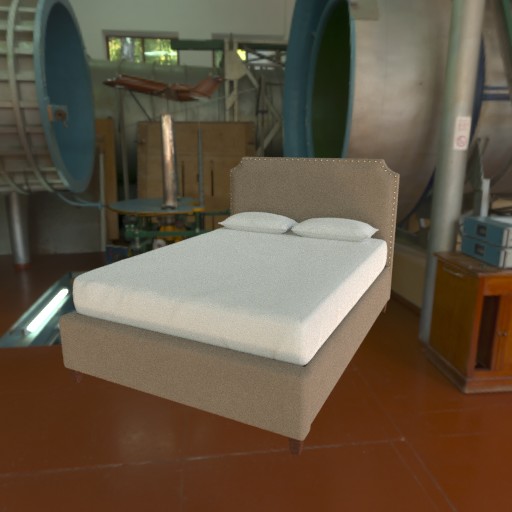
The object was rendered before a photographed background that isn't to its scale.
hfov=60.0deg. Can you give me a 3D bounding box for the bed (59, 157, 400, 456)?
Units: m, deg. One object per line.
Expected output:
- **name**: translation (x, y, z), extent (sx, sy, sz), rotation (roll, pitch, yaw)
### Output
- **bed**: translation (0.000, 0.000, 3.430), extent (1.703, 1.415, 2.329), rotation (7, 16, 26)
